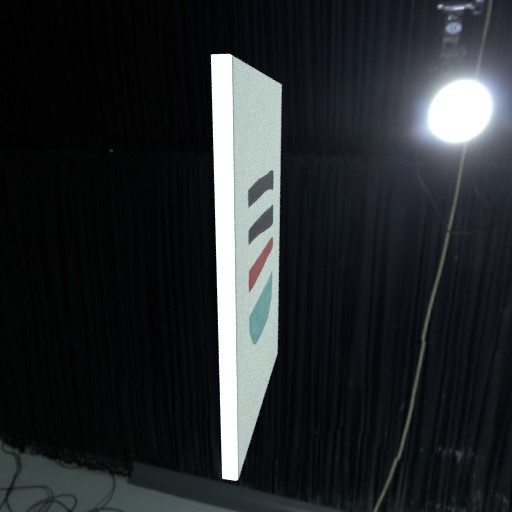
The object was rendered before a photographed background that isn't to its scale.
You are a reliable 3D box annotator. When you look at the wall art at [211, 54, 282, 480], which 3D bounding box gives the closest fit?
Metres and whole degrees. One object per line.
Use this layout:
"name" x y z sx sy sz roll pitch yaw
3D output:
"wall art" 0.000 0.000 1.190 0.038 0.912 0.607 3 17 11
